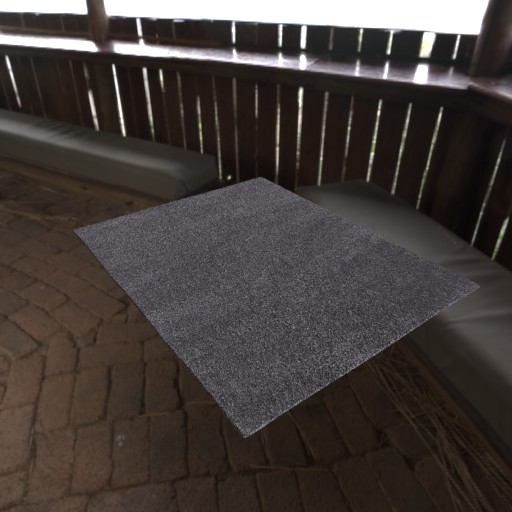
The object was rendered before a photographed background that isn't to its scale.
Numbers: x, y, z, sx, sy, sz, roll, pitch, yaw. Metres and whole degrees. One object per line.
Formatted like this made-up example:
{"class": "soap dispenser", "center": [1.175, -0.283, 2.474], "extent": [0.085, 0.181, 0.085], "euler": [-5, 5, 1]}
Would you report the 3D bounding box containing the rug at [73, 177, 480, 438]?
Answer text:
{"class": "rug", "center": [0.000, 0.000, 4.084], "extent": [2.401, 0.025, 3.000], "euler": [-21, 38, -31]}
